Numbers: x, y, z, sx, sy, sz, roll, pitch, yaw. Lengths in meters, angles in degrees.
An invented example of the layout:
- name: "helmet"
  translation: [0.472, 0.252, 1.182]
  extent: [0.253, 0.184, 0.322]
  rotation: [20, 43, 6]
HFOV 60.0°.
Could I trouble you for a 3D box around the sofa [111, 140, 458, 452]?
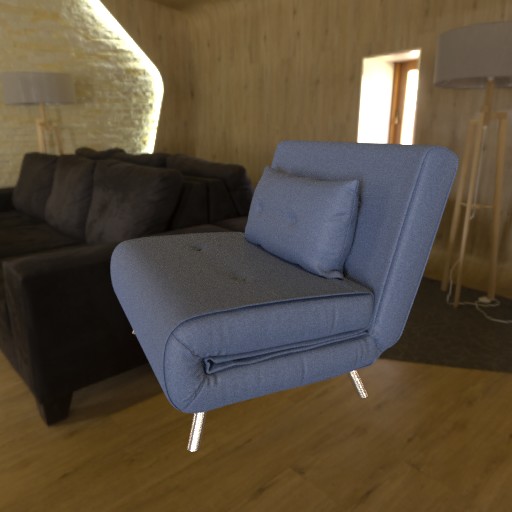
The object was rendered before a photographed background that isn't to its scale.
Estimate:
- name: "sofa"
  translation: [0.000, 0.000, 1.742]
  extent: [0.996, 0.860, 0.999]
  rotation: [-7, 17, -25]
